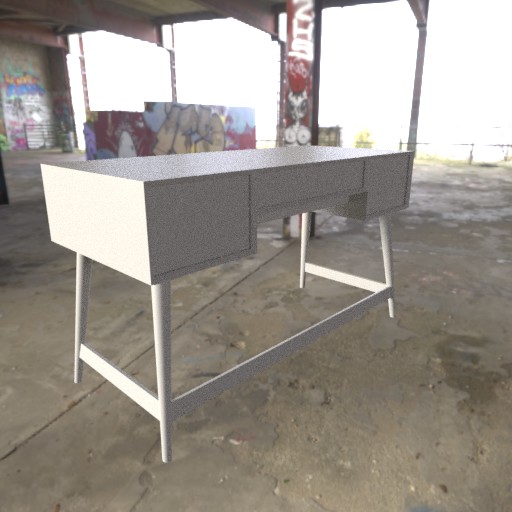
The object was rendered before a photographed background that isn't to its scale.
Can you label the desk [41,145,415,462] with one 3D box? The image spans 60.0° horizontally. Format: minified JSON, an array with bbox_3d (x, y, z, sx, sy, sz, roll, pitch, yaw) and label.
[{"bbox_3d":[0.000,0.000,1.728,0.589,0.762,1.313,16,23,42],"label":"desk"}]
